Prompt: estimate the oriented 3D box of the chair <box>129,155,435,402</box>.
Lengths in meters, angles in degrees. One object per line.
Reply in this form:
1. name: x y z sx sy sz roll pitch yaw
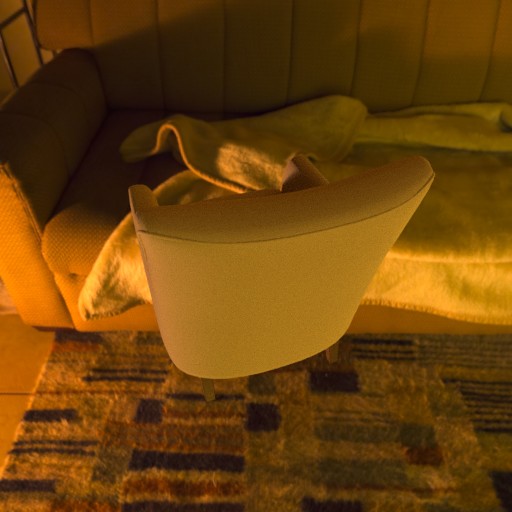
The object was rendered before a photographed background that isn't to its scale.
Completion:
1. chair: 0.000 0.000 1.539 0.756 0.916 0.879 -13 43 -15
